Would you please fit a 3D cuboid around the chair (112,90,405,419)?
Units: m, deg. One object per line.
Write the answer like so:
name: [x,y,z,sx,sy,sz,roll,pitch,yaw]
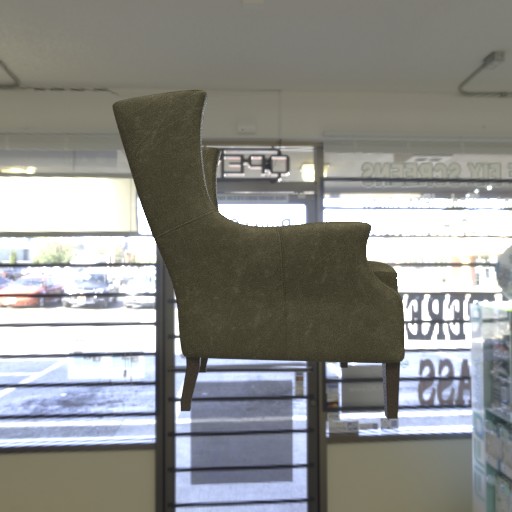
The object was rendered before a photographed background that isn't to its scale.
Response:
chair: [0.000,0.000,1.725,0.926,1.016,0.853,0,-1,-1]
